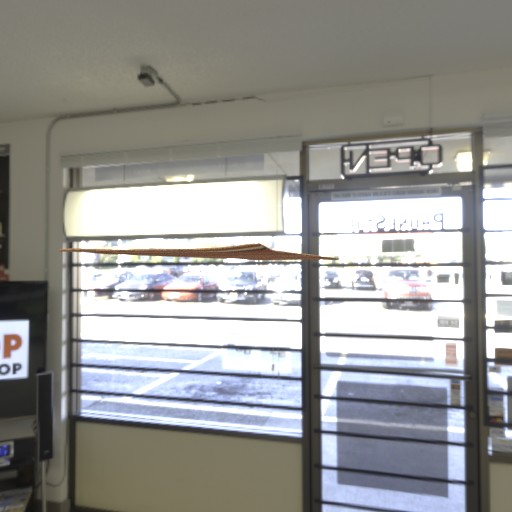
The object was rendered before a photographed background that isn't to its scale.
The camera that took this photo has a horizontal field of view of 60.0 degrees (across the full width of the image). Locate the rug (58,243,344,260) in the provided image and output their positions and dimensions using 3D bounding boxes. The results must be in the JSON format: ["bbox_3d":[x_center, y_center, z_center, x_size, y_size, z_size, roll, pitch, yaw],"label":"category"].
[{"bbox_3d":[0.000,0.000,2.698,0.799,0.030,2.444,0,-1,18],"label":"rug"}]
